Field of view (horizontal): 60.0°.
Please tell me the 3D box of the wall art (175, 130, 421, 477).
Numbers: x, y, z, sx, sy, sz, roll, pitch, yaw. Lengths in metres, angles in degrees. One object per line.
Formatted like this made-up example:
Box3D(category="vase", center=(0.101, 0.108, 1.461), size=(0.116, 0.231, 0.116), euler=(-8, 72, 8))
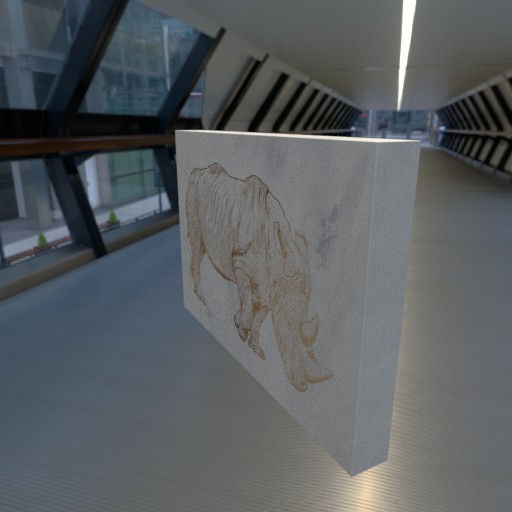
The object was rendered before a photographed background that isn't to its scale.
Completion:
Box3D(category="wall art", center=(0.000, 0.000, 0.477), size=(0.038, 0.254, 0.381), euler=(-9, 19, -27))
